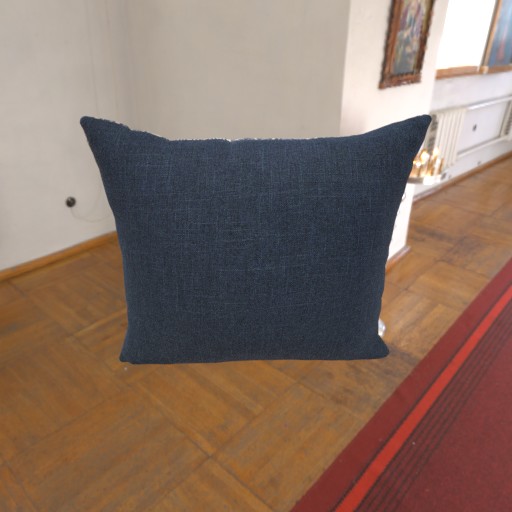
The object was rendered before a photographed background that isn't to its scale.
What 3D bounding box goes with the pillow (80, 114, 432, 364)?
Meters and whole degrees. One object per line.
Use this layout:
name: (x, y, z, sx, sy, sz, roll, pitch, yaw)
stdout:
pillow: (0.000, 0.000, 0.785, 0.546, 0.487, 0.180, -1, 29, -2)
